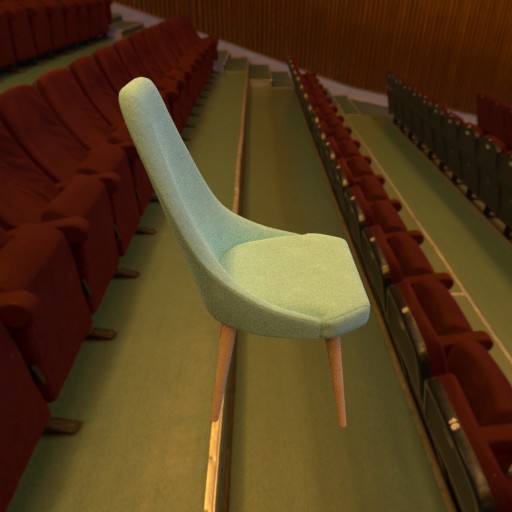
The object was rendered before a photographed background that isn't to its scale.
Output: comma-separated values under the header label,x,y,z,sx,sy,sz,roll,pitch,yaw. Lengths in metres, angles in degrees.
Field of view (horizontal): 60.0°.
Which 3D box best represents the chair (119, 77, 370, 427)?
label,x,y,z,sx,sy,sz,roll,pitch,yaw
chair,0.000,0.000,1.400,0.660,1.040,0.510,0,31,-1
